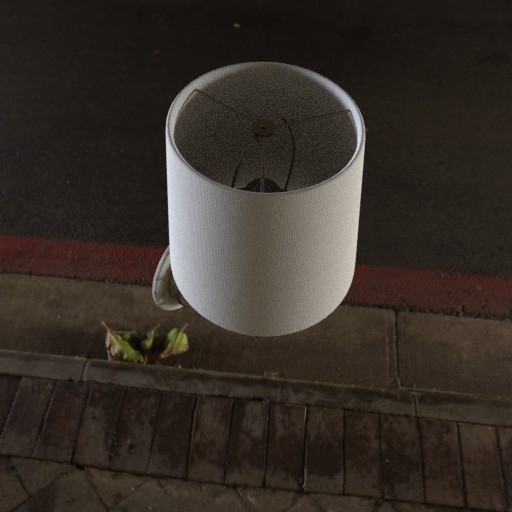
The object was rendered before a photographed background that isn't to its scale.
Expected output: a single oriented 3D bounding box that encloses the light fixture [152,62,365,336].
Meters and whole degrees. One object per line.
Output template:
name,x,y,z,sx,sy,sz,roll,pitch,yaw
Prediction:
light fixture,0.000,0.000,0.430,0.188,0.337,0.168,34,63,20
